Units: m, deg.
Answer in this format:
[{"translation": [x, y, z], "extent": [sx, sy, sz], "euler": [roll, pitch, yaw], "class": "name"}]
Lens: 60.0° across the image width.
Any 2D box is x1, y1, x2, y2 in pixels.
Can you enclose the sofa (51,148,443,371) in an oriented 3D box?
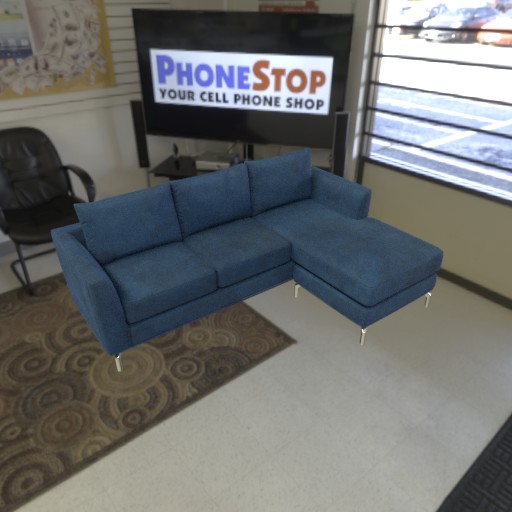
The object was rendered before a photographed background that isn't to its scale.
[{"translation": [0.000, 0.000, 3.319], "extent": [2.438, 0.987, 1.622], "euler": [-20, 36, -31], "class": "sofa"}]
